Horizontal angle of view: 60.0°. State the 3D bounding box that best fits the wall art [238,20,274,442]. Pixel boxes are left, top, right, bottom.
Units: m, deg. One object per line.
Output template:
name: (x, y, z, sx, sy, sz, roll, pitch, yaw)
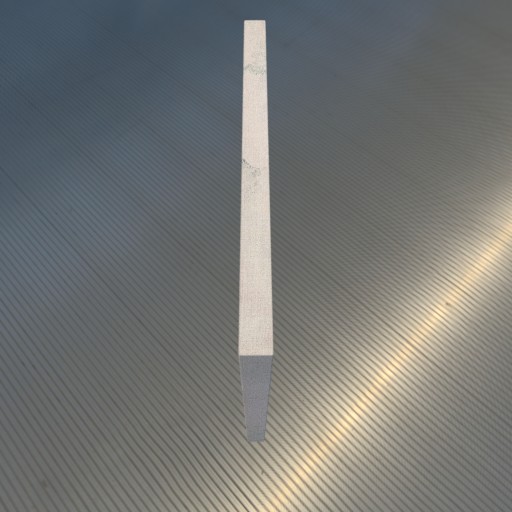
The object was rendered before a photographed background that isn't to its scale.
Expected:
wall art: (0.000, 0.000, 0.894, 0.040, 0.612, 0.612, 0, 59, 0)
